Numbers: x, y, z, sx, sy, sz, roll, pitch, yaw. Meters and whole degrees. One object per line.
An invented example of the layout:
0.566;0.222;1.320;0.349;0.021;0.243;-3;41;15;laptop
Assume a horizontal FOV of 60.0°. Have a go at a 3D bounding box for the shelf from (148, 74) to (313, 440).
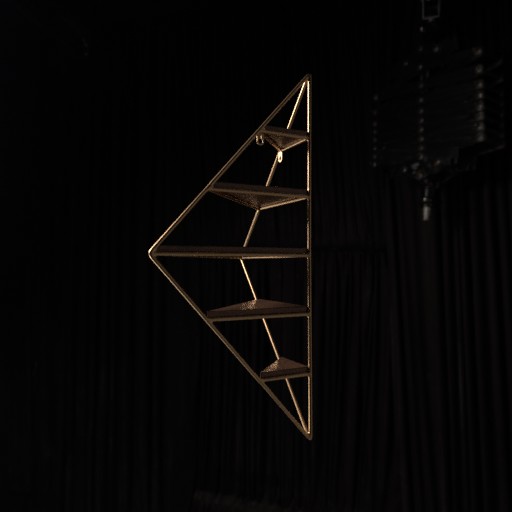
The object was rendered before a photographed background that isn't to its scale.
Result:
0.000;0.000;1.151;0.294;0.913;0.564;0;-1;18;shelf
